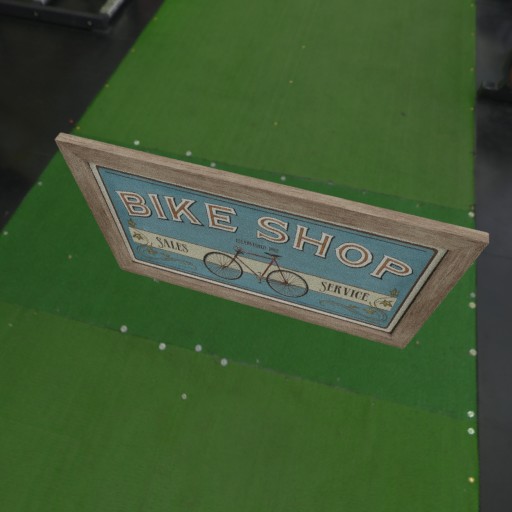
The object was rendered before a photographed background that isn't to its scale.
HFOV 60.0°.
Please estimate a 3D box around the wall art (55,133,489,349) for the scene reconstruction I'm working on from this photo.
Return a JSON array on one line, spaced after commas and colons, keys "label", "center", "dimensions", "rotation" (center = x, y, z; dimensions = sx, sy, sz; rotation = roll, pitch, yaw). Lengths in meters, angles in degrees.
[{"label": "wall art", "center": [0.000, 0.000, 0.973], "dimensions": [0.780, 0.480, 0.021], "rotation": [15, 59, 9]}]
